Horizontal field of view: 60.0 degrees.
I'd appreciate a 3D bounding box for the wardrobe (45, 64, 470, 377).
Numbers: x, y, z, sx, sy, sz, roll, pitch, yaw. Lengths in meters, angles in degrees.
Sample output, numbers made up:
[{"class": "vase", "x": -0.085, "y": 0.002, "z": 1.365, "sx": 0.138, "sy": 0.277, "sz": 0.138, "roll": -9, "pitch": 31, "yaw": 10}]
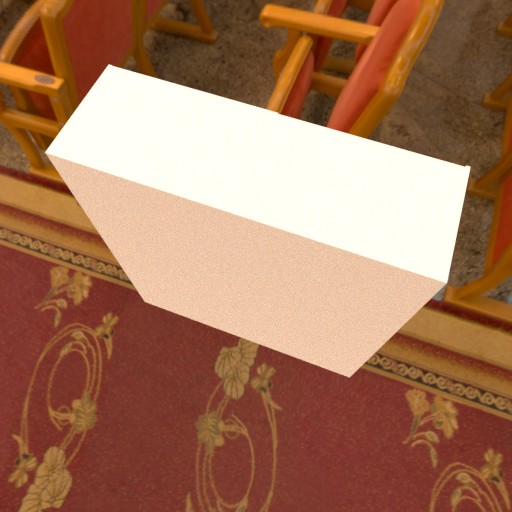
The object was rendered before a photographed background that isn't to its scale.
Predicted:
[{"class": "wardrobe", "x": 0.000, "y": 0.000, "z": 2.916, "sx": 1.830, "sy": 2.020, "sz": 0.600, "roll": 19, "pitch": 66, "yaw": 9}]
